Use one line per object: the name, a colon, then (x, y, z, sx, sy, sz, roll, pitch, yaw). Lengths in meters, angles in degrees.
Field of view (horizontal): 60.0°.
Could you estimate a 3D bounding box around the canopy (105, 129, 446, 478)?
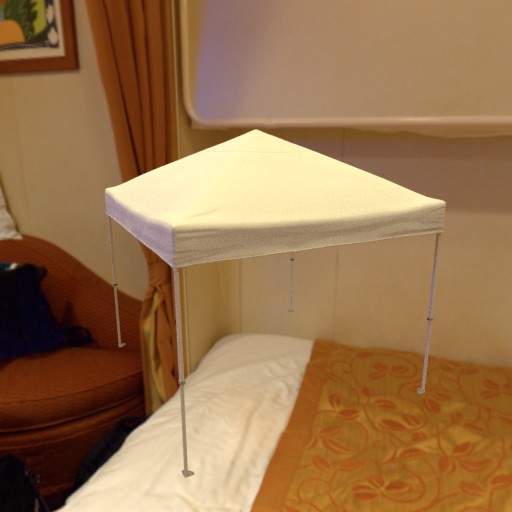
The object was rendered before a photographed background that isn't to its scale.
canopy: (0.000, 0.000, 5.458, 2.998, 2.997, 2.996, -8, 16, -27)
